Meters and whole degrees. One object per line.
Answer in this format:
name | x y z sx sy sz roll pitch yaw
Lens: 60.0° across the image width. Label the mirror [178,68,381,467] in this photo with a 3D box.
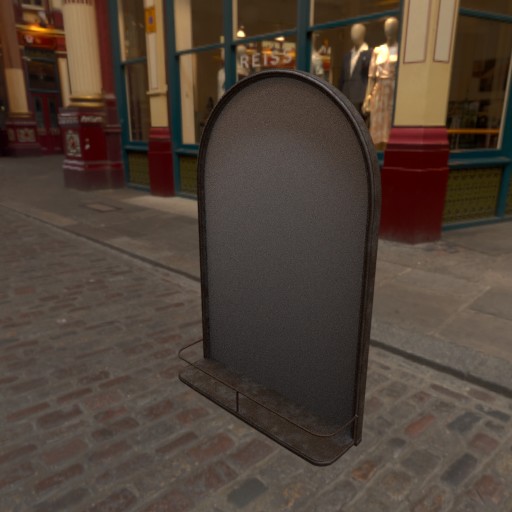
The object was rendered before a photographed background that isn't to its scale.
mirror | 0.000 0.000 0.975 0.510 0.770 0.137 16 23 41
